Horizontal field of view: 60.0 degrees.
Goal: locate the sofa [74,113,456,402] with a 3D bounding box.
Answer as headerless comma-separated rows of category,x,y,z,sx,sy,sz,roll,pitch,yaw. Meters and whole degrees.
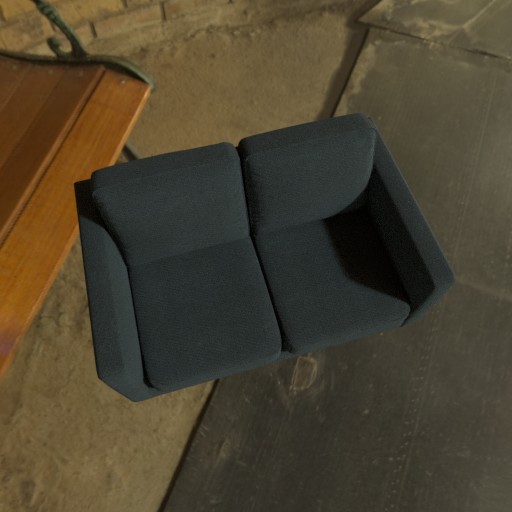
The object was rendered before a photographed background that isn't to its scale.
sofa,0.000,0.000,2.188,1.518,0.930,0.999,-14,64,-7
